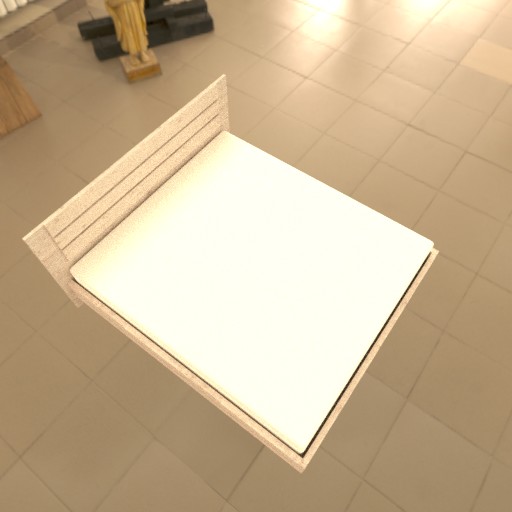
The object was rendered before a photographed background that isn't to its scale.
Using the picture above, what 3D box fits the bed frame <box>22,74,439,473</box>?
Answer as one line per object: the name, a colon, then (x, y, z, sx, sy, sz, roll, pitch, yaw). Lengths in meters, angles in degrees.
bed frame: (0.000, 0.000, 3.168, 2.080, 0.970, 1.950, 32, 64, 18)
